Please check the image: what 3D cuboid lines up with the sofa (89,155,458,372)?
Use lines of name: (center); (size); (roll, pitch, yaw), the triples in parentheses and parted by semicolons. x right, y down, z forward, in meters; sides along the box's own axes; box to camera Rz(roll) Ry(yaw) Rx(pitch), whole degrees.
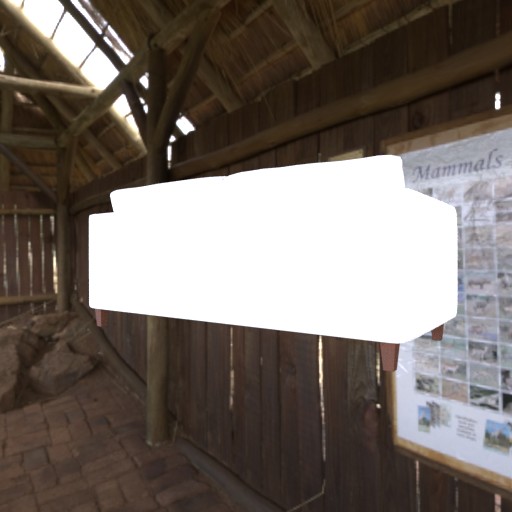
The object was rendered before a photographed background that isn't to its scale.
sofa: (0.000, 0.000, 2.706); (2.139, 0.933, 0.924); (0, 0, 36)
